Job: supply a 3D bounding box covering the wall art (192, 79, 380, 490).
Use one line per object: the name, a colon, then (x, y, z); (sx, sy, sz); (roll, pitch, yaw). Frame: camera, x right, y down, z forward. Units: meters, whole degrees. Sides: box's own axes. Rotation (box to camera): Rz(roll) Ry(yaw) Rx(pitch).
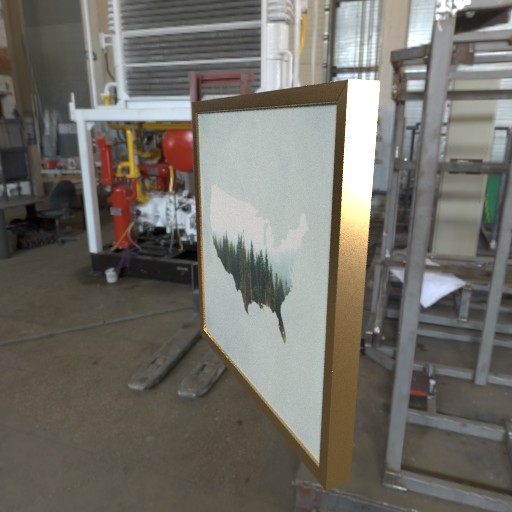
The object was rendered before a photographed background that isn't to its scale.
wall art: (0.000, 0.000, 0.744); (0.040, 0.509, 0.509); (-8, 18, -25)
